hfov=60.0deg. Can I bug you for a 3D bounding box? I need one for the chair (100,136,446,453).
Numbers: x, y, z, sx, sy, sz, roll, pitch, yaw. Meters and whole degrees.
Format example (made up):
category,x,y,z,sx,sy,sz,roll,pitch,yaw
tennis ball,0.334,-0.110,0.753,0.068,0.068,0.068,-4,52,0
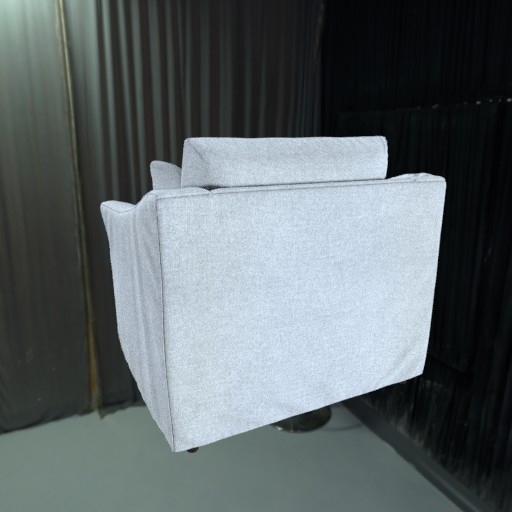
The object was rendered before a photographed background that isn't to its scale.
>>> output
category,x,y,z,sx,sy,sz,roll,pitch,yaw
chair,0.000,0.000,2.029,1.194,1.059,1.071,-7,17,-26
